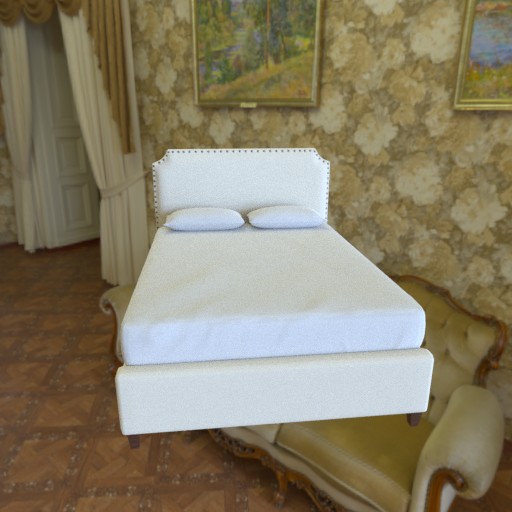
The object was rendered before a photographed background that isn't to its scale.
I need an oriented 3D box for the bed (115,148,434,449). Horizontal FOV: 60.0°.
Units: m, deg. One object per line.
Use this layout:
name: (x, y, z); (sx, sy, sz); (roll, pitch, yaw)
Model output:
bed: (0.000, 0.000, 3.339); (1.703, 1.415, 2.329); (-2, 18, -6)
